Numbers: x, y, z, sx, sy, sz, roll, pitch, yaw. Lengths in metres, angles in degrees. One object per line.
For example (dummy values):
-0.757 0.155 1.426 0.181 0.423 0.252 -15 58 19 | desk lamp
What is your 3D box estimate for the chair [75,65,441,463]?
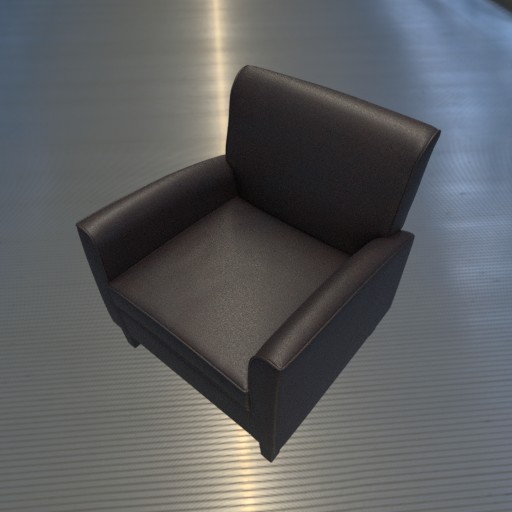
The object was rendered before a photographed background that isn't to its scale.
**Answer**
0.000 0.000 1.534 0.820 0.916 0.819 30 52 27 | chair
